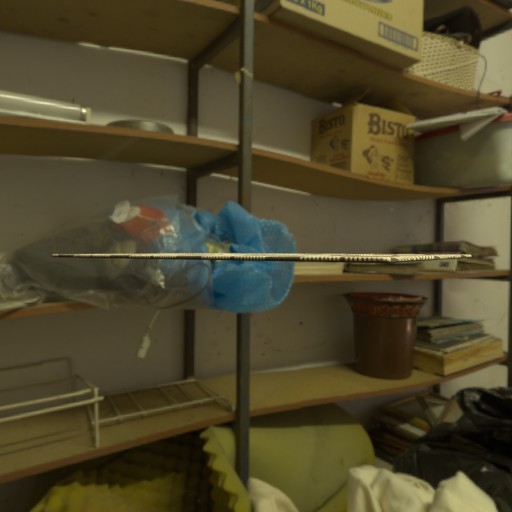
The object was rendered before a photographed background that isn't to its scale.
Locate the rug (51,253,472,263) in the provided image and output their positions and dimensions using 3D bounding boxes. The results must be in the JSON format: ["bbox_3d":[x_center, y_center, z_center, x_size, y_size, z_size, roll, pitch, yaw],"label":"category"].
[{"bbox_3d":[0.000,0.000,2.304,1.833,0.016,1.210,1,1,36],"label":"rug"}]
